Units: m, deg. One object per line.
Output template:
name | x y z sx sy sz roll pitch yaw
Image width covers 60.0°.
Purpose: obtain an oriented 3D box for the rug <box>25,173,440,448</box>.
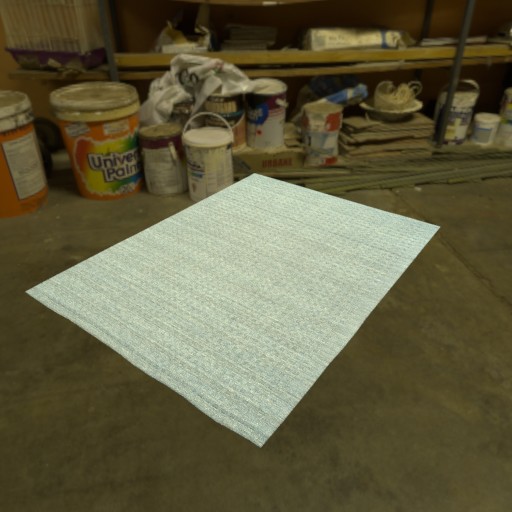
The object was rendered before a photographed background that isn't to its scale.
rug | 0.000 0.000 4.173 2.443 0.007 3.200 22 39 30
